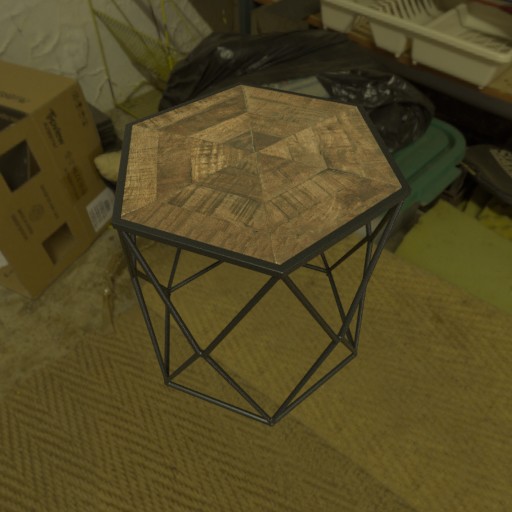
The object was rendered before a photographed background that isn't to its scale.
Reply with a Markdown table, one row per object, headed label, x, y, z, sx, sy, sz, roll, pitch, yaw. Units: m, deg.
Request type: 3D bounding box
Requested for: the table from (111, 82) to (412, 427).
| label | x | y | z | sx | sy | sz | roll | pitch | yaw |
| --- | --- | --- | --- | --- | --- | --- | --- | --- | --- |
| table | 0.000 | 0.000 | 1.041 | 0.578 | 0.564 | 0.579 | 16 | 49 | 15 |
